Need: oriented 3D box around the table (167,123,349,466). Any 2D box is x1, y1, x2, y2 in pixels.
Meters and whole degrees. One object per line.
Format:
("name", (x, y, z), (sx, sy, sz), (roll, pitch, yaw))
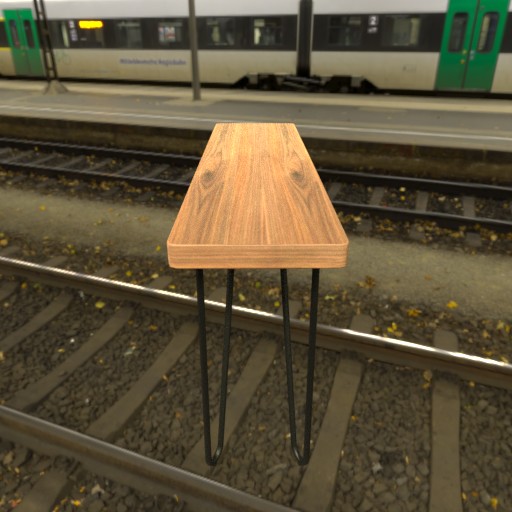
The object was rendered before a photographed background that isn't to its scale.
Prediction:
("table", (0.000, 0.000, 1.893), (0.425, 0.834, 1.570), (0, 26, 0))
